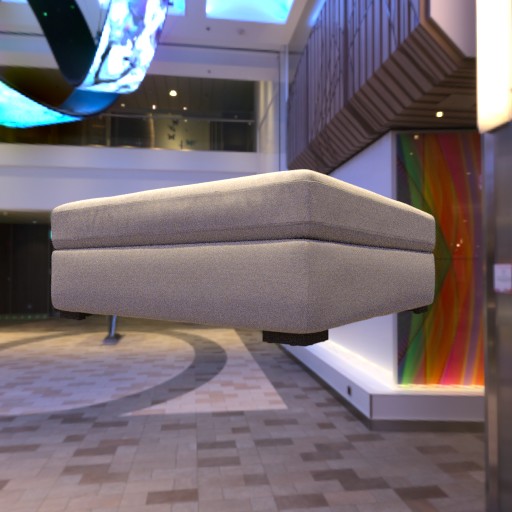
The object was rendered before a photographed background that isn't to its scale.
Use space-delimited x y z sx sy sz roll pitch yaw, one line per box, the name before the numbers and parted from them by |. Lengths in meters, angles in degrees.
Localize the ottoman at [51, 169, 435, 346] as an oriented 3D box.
ottoman | 0.000 0.000 1.815 1.163 0.482 1.167 -1 -2 36
